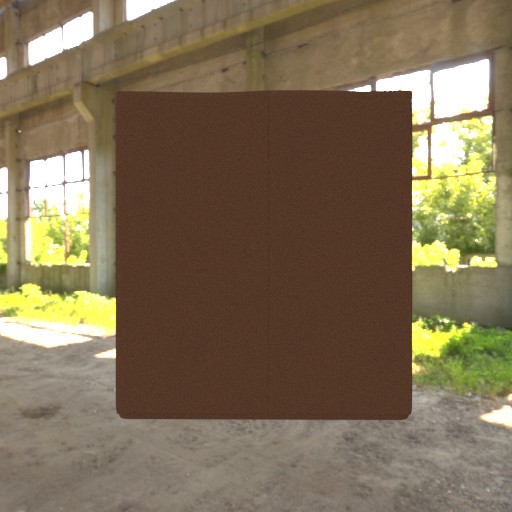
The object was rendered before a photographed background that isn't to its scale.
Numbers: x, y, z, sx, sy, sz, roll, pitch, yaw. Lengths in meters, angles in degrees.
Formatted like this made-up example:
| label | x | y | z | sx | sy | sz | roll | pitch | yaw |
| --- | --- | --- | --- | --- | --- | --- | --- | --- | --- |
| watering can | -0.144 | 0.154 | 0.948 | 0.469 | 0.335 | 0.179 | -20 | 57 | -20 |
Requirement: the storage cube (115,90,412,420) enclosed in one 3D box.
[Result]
| label | x | y | z | sx | sy | sz | roll | pitch | yaw |
| --- | --- | --- | --- | --- | --- | --- | --- | --- | --- |
| storage cube | 0.000 | 0.000 | 0.505 | 0.270 | 0.280 | 0.270 | 0 | 0 | 1 |
